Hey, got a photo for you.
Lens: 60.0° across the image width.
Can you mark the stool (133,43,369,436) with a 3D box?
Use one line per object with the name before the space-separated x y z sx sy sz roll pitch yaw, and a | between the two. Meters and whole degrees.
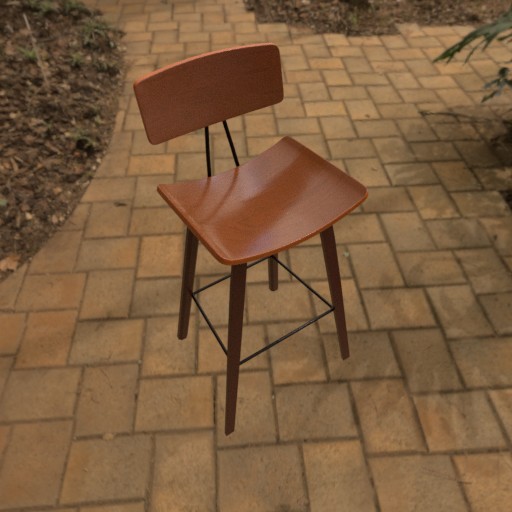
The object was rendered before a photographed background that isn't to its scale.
stool | 0.000 0.000 1.247 0.509 0.969 0.440 -26 53 -22
